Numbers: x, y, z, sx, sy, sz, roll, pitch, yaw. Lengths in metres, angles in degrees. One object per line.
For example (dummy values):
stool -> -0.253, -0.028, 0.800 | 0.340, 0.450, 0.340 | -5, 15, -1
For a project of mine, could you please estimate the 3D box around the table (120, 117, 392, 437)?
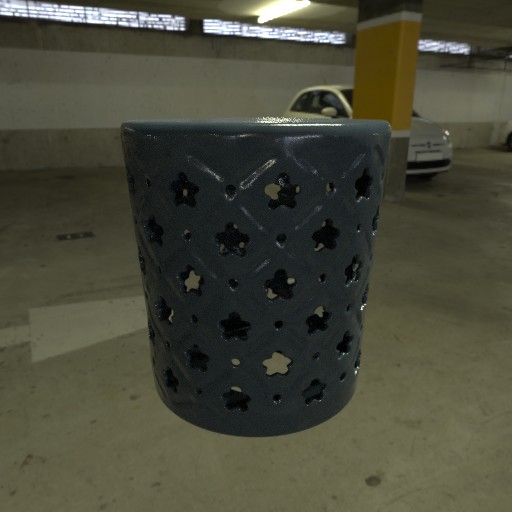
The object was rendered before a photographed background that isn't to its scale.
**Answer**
table -> 0.000, 0.000, 0.650 | 0.352, 0.387, 0.352 | 0, 18, 0
